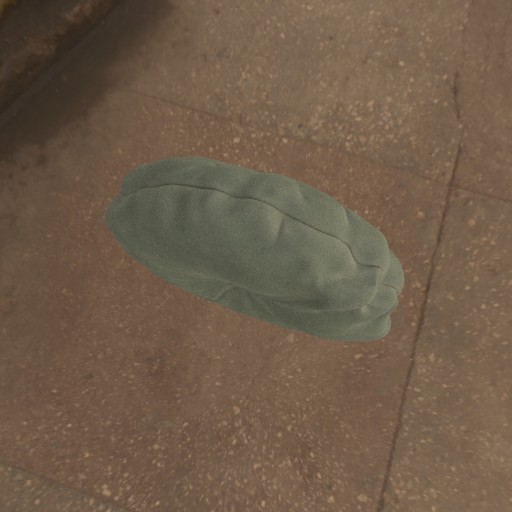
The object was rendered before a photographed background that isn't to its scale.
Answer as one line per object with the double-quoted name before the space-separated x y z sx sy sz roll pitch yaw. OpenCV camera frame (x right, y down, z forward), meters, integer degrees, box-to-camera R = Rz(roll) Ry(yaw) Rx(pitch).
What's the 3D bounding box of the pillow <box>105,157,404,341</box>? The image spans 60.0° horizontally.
"pillow" 0.000 0.000 0.640 0.428 0.407 0.148 20 76 5
